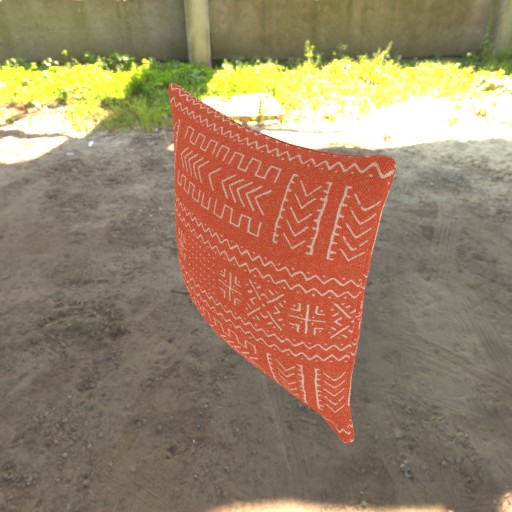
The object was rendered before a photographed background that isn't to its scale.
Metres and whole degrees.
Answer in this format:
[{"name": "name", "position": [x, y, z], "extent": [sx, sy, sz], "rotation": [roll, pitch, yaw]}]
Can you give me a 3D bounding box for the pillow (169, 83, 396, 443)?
[{"name": "pillow", "position": [0.000, 0.000, 0.664], "extent": [0.164, 0.429, 0.438], "rotation": [-22, 38, -31]}]
